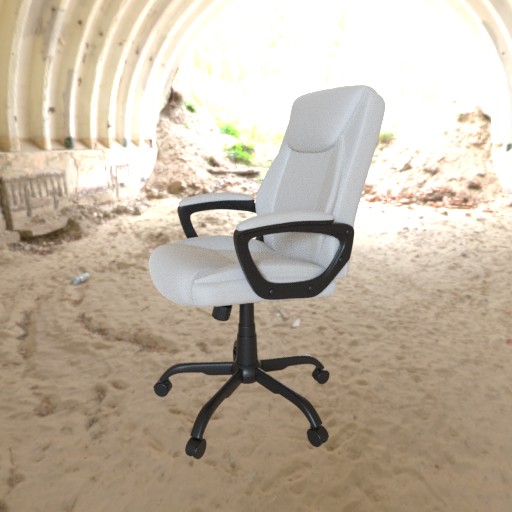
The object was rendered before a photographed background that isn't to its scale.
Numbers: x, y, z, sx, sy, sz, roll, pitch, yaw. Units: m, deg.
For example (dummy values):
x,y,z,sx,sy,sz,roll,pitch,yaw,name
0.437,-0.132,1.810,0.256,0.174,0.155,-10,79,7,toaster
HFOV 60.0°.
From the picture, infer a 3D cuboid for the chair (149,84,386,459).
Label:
x,y,z,sx,sy,sz,roll,pitch,yaw,name
0.000,0.000,1.459,0.669,1.065,0.663,-7,16,-26,chair
